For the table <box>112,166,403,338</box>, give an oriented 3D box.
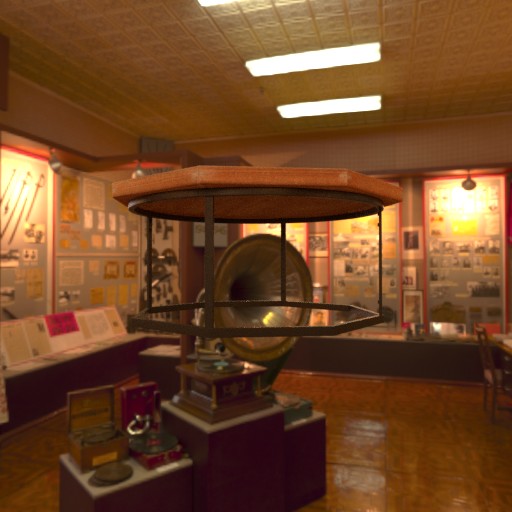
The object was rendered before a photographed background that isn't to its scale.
[{"bbox_3d":[0.000,0.000,1.592,1.002,0.444,1.002,0,-1,0],"label":"table"}]
